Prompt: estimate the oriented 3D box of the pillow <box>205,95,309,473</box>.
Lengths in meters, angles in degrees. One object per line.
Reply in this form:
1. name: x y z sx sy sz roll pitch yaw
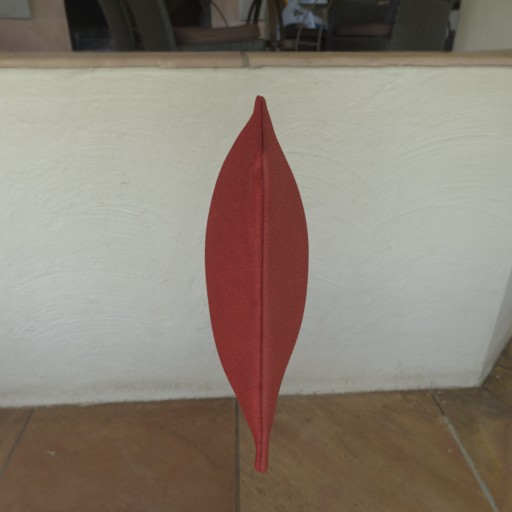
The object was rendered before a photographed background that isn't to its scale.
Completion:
1. pillow: 0.000 0.000 0.670 0.151 0.416 0.435 0 26 0
